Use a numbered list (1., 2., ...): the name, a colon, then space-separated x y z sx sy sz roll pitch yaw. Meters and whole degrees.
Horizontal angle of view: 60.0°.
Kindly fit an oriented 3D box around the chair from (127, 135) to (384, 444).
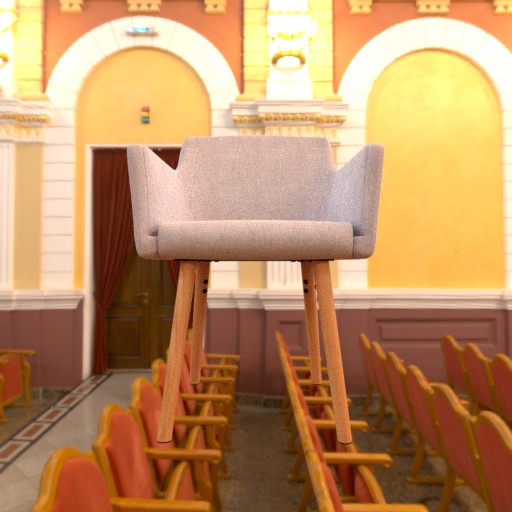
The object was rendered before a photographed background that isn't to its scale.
1. chair: 0.000 0.000 1.184 0.570 0.780 0.540 0 -1 0
